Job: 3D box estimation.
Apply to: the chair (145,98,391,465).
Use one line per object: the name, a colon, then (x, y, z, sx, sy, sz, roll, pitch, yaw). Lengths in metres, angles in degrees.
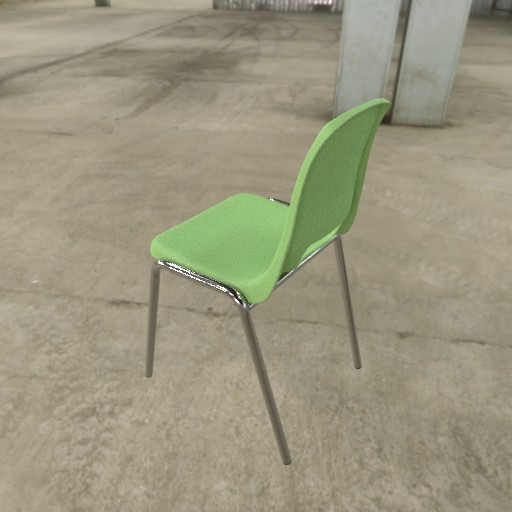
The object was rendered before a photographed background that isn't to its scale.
chair: (0.000, 0.000, 0.968, 0.436, 0.704, 0.381, 22, 38, 31)
